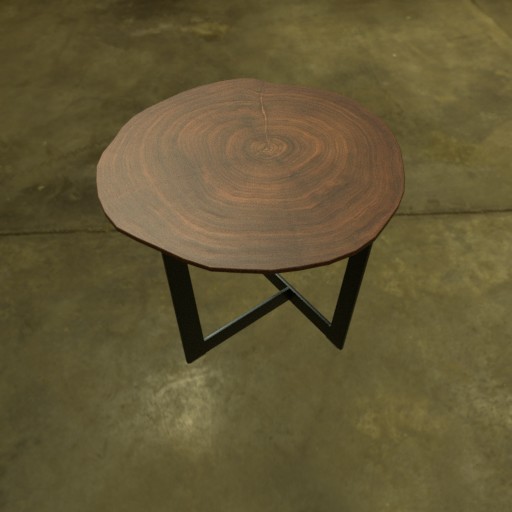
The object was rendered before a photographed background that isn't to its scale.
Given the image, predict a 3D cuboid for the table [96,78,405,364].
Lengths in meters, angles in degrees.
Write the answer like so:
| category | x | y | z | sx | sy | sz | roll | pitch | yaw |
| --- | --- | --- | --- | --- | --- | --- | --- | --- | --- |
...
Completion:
| category | x | y | z | sx | sy | sz | roll | pitch | yaw |
| --- | --- | --- | --- | --- | --- | --- | --- | --- | --- |
| table | 0.000 | 0.000 | 0.871 | 0.477 | 0.476 | 0.494 | 34 | 56 | 27 |
